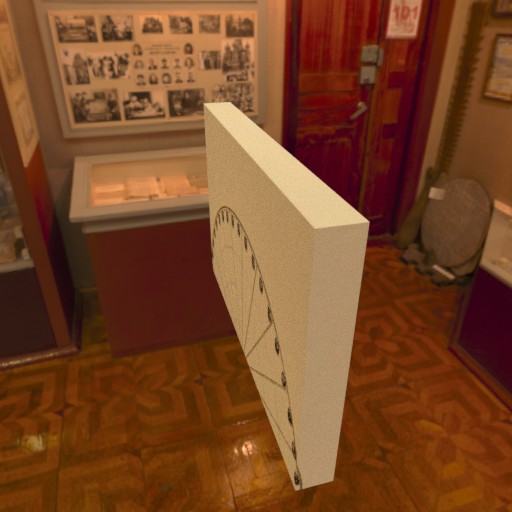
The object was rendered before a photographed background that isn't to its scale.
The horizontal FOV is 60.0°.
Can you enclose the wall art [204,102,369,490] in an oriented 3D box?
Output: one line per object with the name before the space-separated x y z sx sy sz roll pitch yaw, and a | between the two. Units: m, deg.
wall art | 0.000 0.000 0.487 0.039 0.254 0.384 -8 31 -13
